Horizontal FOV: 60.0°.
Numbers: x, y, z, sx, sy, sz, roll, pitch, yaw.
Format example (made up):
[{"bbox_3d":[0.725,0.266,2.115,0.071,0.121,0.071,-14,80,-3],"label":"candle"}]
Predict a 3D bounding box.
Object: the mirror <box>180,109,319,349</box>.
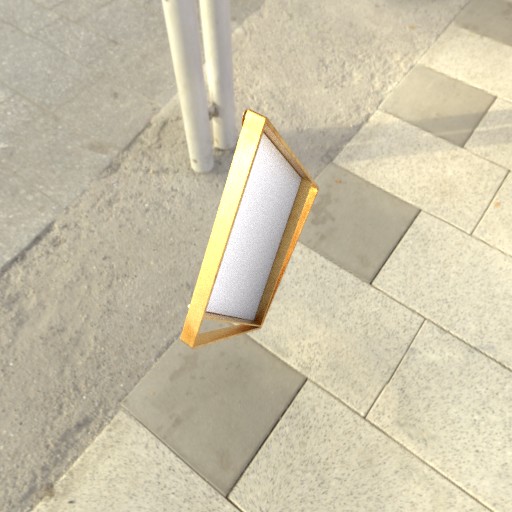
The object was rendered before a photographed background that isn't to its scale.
[{"bbox_3d":[0.000,0.000,0.835,0.032,0.679,0.419,30,64,17],"label":"mirror"}]
